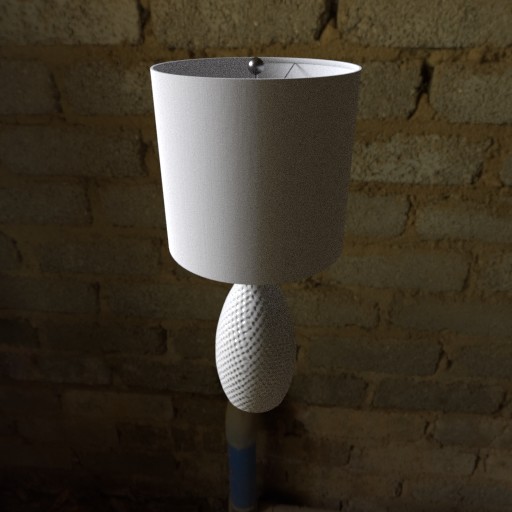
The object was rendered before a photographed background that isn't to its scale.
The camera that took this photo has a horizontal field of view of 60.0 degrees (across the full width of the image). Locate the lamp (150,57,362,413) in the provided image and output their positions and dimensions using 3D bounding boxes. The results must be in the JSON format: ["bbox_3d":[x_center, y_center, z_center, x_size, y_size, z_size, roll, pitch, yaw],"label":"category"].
[{"bbox_3d":[0.000,0.000,0.567,0.214,0.466,0.214,-17,33,-29],"label":"lamp"}]
